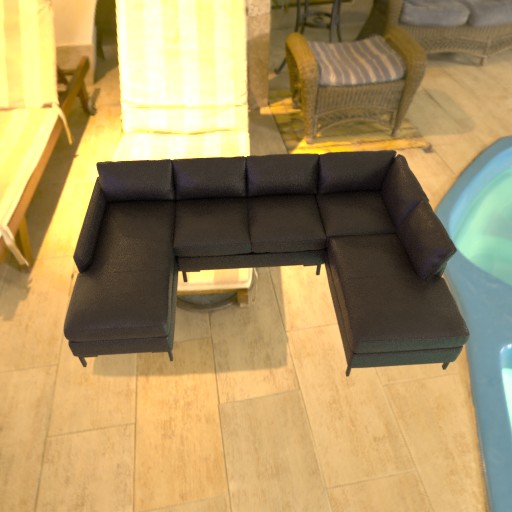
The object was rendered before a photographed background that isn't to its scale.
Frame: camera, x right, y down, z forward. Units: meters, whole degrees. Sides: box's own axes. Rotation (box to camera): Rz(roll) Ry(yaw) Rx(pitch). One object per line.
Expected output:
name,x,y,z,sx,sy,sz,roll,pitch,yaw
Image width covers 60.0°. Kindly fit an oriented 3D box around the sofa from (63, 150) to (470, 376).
sofa,0.000,0.000,3.786,2.956,0.900,1.939,-3,46,-3
